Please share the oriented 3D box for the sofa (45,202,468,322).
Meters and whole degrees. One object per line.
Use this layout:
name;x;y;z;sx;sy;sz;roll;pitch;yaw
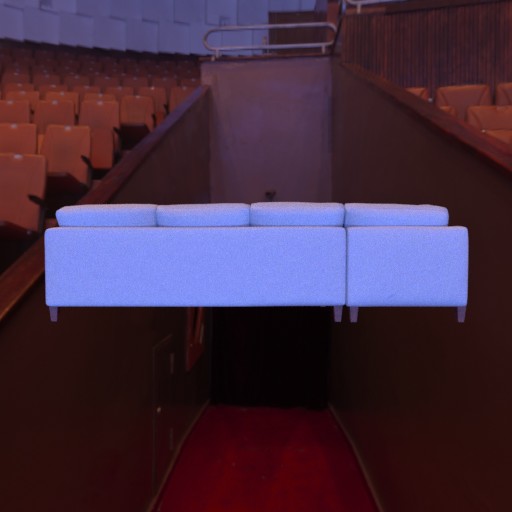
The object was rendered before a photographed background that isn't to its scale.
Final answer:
sofa;0.000;0.000;4.656;3.301;0.947;2.592;0;2;1
